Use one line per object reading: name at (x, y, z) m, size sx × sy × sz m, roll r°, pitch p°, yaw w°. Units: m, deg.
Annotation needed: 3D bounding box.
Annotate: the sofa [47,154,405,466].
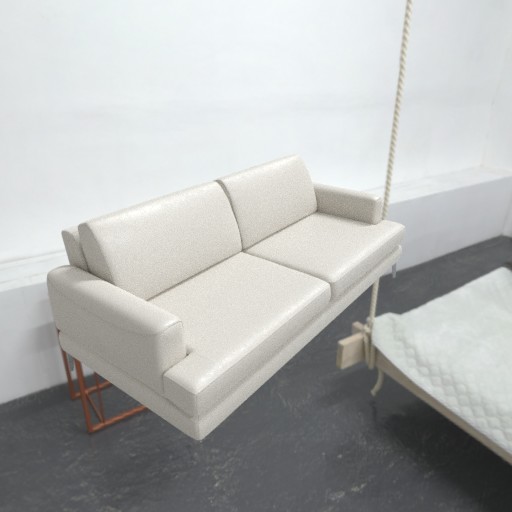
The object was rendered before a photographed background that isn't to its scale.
sofa at (0.000, 0.000, 2.423) m, size 0.974 × 0.765 × 1.940 m, roll 18°, pitch 31°, yaw 33°
